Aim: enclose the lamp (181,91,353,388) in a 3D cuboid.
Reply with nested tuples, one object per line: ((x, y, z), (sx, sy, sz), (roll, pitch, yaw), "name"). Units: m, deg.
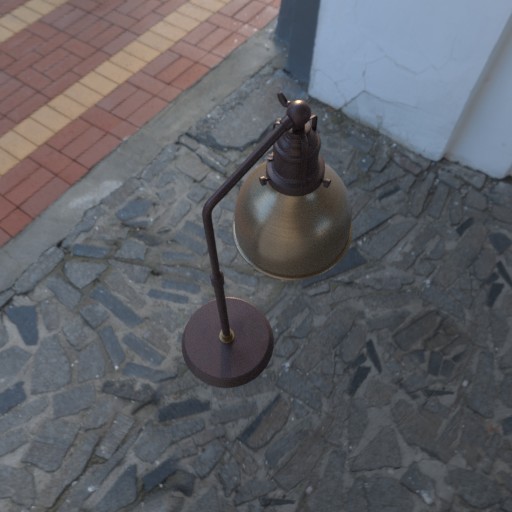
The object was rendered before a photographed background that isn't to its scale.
((0.000, 0.000, 0.613), (0.298, 0.469, 0.175), (-33, 65, -17), "lamp")
